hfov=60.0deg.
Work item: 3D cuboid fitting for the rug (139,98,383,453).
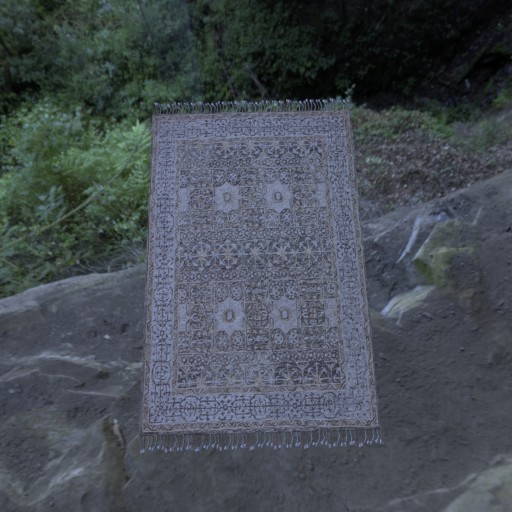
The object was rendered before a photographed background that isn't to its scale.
[{"bbox_3d":[0.000,0.000,2.504,1.237,0.010,2.029,-1,74,0],"label":"rug"}]
